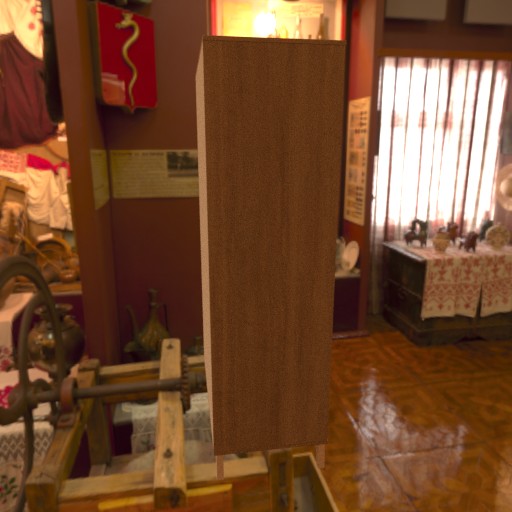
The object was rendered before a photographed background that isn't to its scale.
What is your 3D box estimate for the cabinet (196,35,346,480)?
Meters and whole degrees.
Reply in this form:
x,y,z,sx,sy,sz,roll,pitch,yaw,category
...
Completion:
x,y,z,sx,sy,sz,roll,pitch,yaw,category
0.000,0.000,2.450,0.571,1.999,1.006,-2,14,-9,cabinet
